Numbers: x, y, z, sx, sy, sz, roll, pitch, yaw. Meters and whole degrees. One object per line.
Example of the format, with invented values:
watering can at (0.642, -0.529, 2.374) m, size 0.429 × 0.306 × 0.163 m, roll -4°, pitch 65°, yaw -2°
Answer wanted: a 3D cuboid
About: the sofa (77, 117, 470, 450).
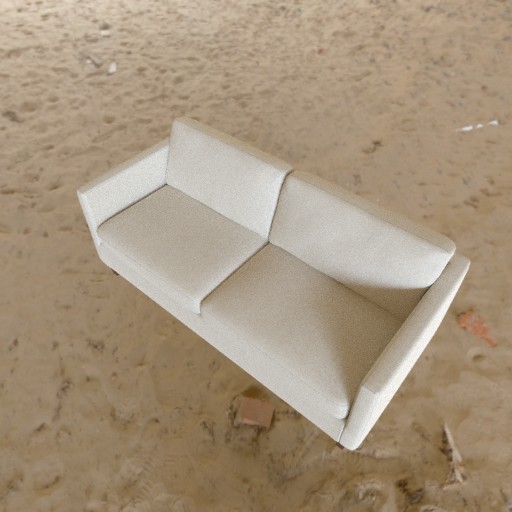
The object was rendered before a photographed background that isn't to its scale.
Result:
sofa at (0.000, 0.000, 2.527) m, size 1.981 × 0.889 × 0.965 m, roll 31°, pitch 54°, yaw 26°
